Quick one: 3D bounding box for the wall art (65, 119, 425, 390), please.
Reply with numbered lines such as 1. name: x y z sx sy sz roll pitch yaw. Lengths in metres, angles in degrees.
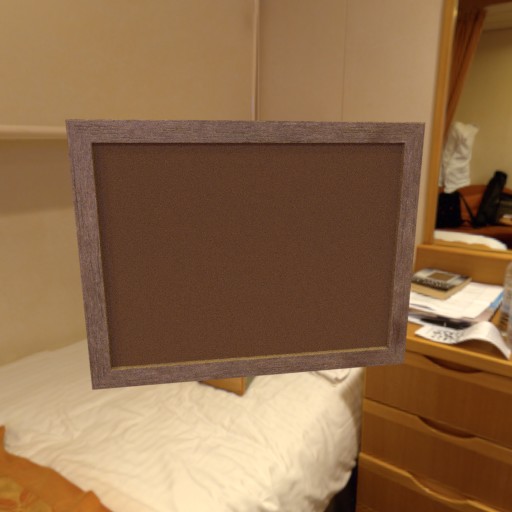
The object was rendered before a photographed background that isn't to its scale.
1. wall art: 0.000 0.000 0.917 0.690 0.535 0.026 -2 14 -9
